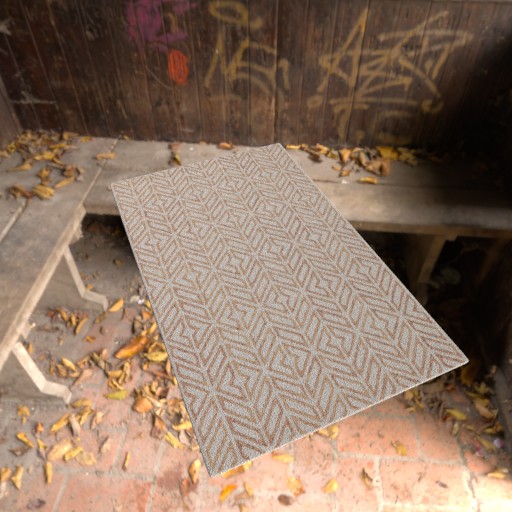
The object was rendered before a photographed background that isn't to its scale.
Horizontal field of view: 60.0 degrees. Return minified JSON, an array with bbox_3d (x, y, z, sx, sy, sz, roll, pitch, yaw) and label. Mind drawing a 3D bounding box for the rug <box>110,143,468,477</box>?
[{"bbox_3d":[0.000,0.000,3.021,1.523,0.008,2.438,-17,49,-16],"label":"rug"}]
